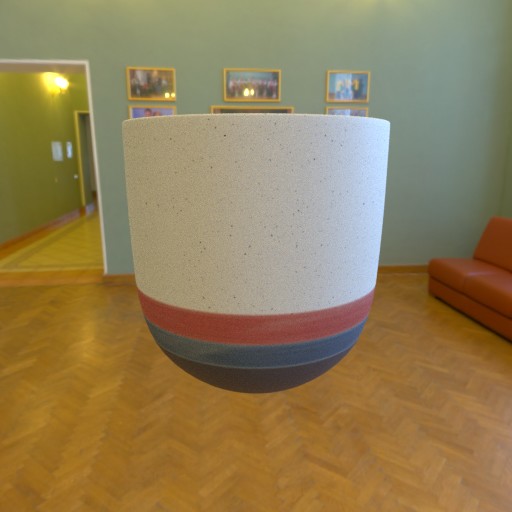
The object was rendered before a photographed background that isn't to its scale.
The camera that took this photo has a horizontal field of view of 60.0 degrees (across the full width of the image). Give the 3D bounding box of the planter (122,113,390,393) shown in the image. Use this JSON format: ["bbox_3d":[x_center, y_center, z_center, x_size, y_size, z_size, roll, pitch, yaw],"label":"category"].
[{"bbox_3d":[0.000,0.000,0.375,0.204,0.214,0.204,0,13,0],"label":"planter"}]
